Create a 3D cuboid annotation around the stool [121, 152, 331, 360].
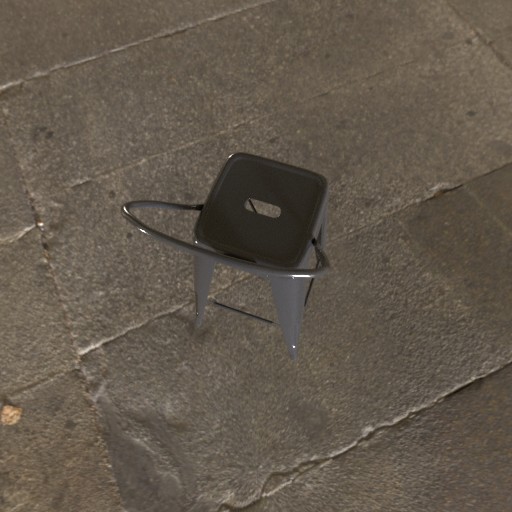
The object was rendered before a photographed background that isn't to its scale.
[{"bbox_3d":[0.000,0.000,1.340,0.432,1.022,0.528,18,65,8],"label":"stool"}]
